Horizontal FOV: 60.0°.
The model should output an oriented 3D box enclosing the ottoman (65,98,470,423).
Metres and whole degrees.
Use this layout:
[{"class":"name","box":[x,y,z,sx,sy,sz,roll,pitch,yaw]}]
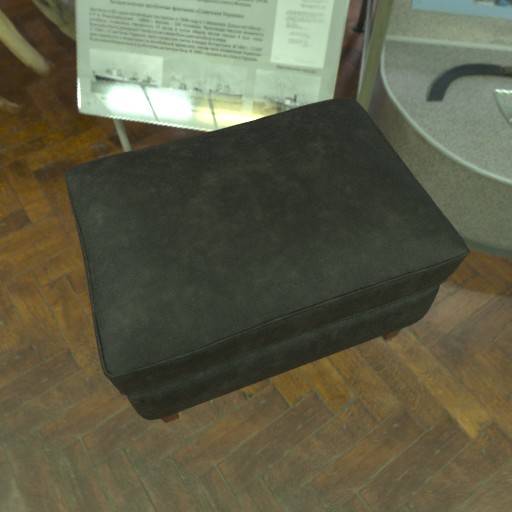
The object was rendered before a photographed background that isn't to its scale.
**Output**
[{"class":"ottoman","box":[0.000,0.000,0.974,0.665,0.413,0.501,-17,59,-11]}]
